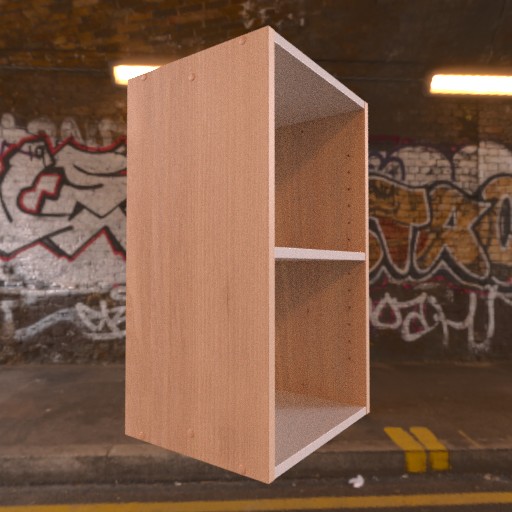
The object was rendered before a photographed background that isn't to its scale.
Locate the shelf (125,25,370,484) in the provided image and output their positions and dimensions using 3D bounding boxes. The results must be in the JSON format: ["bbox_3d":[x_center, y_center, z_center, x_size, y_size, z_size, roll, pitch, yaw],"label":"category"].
[{"bbox_3d":[0.000,0.000,0.805,0.290,0.600,0.350,-1,-2,36],"label":"shelf"}]
